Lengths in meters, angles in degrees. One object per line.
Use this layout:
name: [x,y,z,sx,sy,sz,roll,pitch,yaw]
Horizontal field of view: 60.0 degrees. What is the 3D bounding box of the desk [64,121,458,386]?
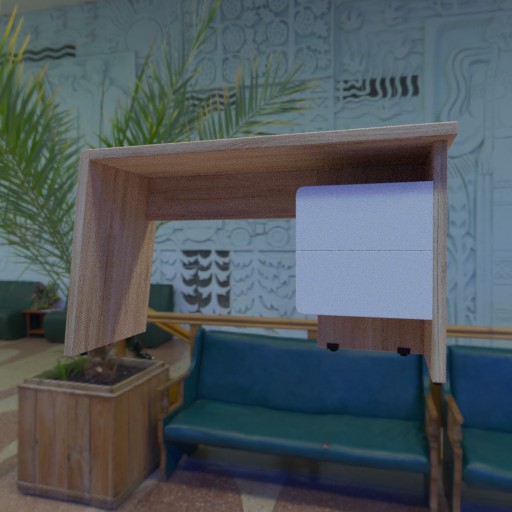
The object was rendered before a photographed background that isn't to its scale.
desk: [0.000,0.000,1.641,1.300,0.750,0.500,0,1,17]
